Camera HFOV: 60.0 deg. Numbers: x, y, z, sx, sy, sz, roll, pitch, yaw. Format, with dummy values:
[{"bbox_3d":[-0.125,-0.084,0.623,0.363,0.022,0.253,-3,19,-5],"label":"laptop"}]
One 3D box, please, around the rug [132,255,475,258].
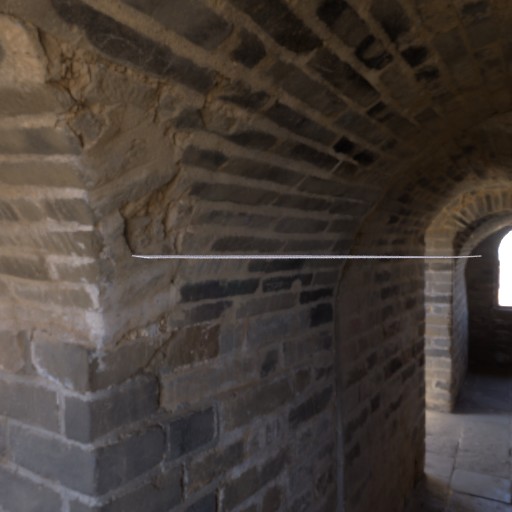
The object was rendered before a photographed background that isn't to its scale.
[{"bbox_3d":[0.000,0.000,2.350,1.223,0.008,1.813,0,0,-17],"label":"rug"}]
